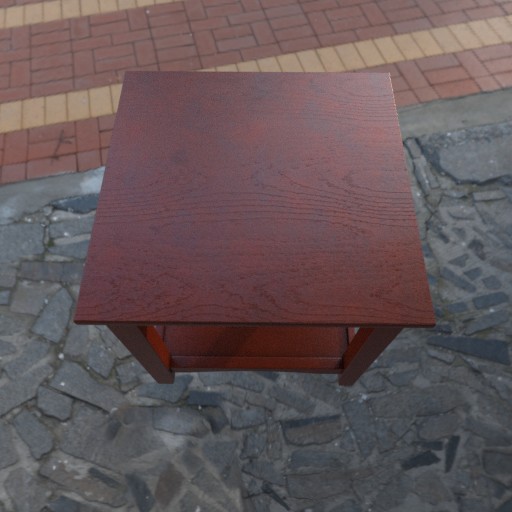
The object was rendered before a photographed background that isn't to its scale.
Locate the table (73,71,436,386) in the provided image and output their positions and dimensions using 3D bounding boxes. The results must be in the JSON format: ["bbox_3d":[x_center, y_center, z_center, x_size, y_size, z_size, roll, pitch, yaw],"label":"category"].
[{"bbox_3d":[0.000,0.000,0.973,0.523,0.558,0.522,3,62,1],"label":"table"}]
